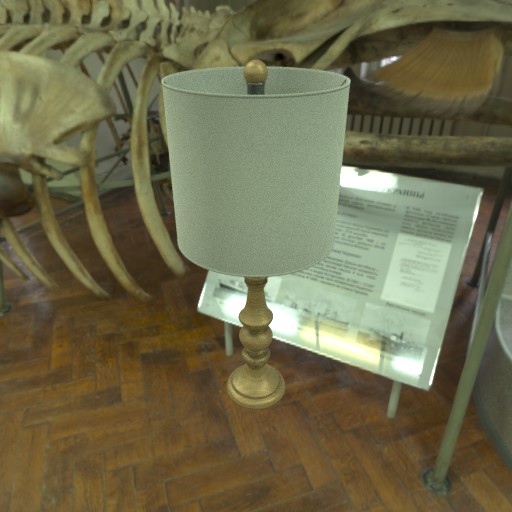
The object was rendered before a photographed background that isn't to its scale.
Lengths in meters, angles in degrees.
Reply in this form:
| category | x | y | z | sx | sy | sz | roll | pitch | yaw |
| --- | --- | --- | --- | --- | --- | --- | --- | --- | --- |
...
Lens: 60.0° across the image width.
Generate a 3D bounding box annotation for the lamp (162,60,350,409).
| category | x | y | z | sx | sy | sz | roll | pitch | yaw |
| --- | --- | --- | --- | --- | --- | --- | --- | --- | --- |
| lamp | 0.000 | 0.000 | 0.734 | 0.250 | 0.597 | 0.250 | -2 | 30 | -3 |
